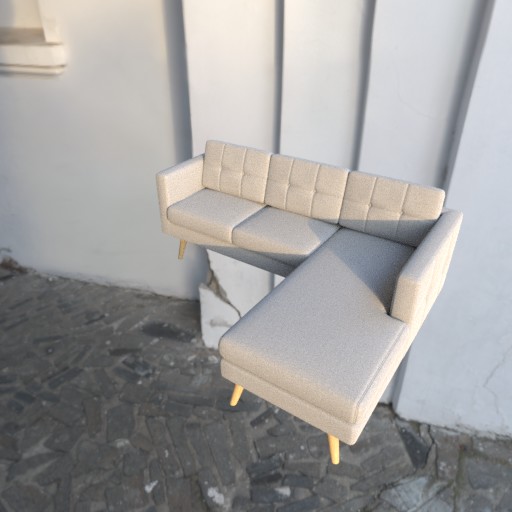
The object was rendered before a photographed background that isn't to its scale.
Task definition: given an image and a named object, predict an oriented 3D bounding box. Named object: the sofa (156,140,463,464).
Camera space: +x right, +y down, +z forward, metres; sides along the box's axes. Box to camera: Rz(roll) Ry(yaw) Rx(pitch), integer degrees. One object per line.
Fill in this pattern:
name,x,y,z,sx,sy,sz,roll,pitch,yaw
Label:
sofa,0.000,0.000,2.769,2.040,0.860,1.530,20,37,29
